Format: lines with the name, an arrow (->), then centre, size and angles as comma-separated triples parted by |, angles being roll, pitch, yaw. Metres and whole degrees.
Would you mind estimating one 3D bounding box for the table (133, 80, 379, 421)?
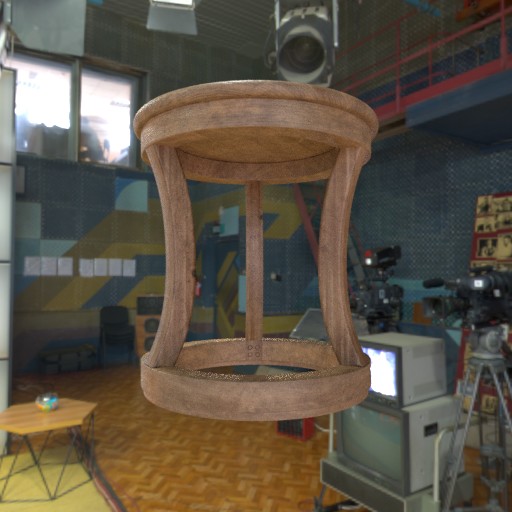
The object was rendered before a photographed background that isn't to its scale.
table -> 0.000, 0.000, 0.800 | 0.432, 0.460, 0.432 | 0, -2, 0
